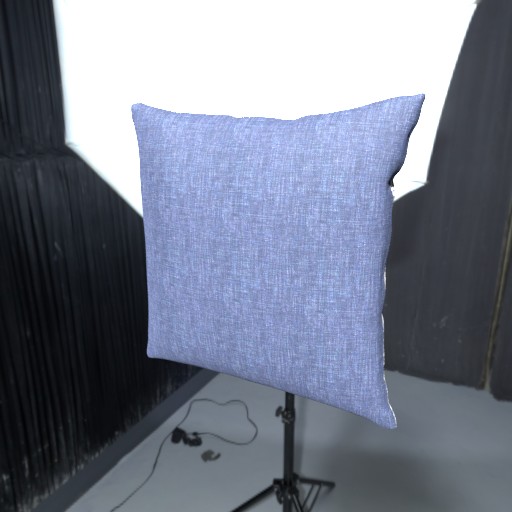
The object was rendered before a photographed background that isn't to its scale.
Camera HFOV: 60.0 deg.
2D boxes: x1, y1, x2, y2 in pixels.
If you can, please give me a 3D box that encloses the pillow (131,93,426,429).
[{"bbox_3d":[0.000,0.000,0.758,0.510,0.510,0.145,8,18,27],"label":"pillow"}]
